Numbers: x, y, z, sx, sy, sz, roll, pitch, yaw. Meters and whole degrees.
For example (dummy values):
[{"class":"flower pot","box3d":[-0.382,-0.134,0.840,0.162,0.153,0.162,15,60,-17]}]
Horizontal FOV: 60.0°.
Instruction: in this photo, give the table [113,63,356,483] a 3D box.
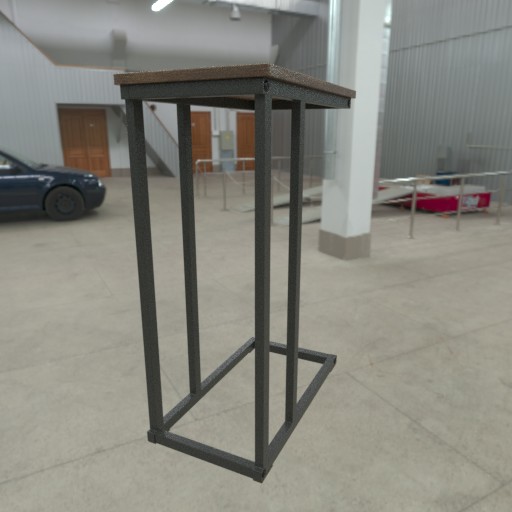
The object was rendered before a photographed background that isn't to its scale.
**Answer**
[{"class":"table","box3d":[0.000,0.000,0.877,0.254,0.637,0.450,8,17,25]}]
